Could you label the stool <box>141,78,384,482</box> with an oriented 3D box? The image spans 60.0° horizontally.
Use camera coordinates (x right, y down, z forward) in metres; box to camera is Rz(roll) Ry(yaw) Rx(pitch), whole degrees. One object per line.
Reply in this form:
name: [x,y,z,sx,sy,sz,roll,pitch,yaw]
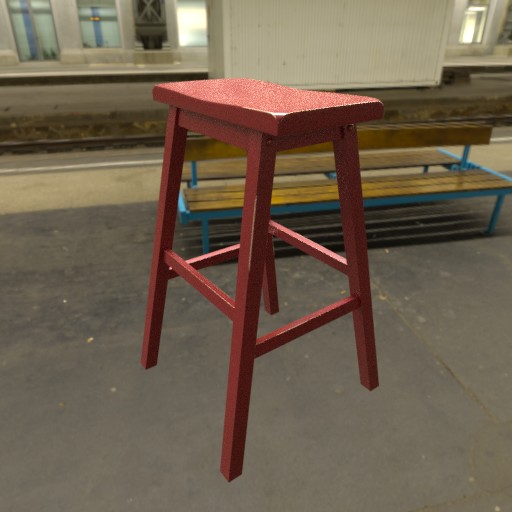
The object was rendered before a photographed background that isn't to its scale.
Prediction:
stool: [0.000,0.000,1.045,0.476,0.737,0.457,-19,33,-31]
